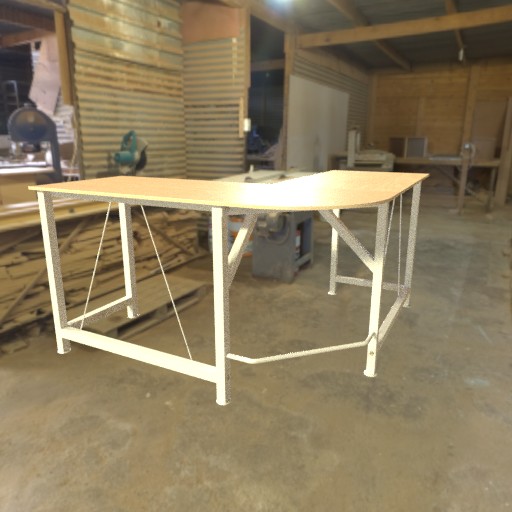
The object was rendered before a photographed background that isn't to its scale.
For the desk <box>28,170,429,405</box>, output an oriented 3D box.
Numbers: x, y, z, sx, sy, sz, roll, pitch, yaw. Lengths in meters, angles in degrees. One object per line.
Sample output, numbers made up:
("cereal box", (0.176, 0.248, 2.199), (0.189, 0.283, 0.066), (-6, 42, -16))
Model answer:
("desk", (0.000, 0.000, 2.226), (1.400, 0.762, 1.400), (8, 17, 26))
